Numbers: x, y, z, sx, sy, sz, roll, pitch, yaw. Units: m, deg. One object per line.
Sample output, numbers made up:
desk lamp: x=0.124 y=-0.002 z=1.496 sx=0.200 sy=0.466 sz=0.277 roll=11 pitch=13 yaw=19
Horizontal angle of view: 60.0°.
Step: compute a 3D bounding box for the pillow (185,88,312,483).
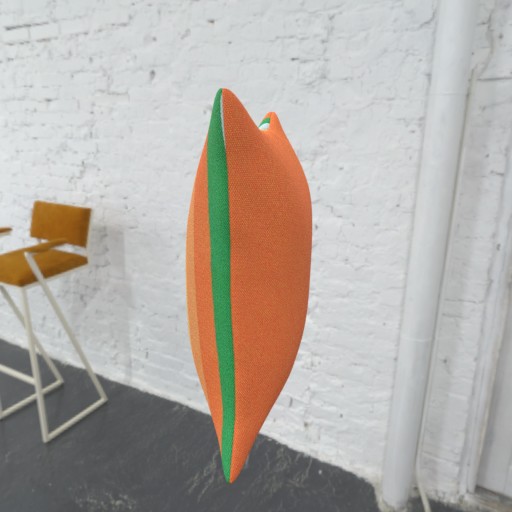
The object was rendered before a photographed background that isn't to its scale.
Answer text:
pillow: x=0.000 y=0.000 z=0.680 sx=0.169 sy=0.444 sz=0.453 roll=2 pitch=16 yaw=8
